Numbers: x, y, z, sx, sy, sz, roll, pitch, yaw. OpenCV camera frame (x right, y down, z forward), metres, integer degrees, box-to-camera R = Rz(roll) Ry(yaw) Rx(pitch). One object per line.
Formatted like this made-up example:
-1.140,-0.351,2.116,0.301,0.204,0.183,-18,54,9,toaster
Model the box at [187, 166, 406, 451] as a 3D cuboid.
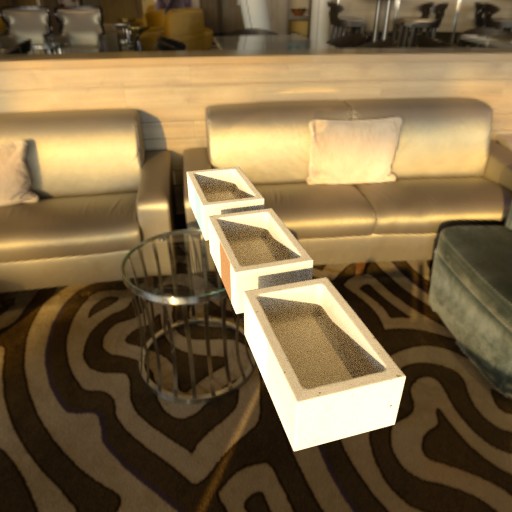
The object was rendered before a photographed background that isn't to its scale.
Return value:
0.000,0.000,0.502,0.082,0.051,0.461,-9,31,-14,box
